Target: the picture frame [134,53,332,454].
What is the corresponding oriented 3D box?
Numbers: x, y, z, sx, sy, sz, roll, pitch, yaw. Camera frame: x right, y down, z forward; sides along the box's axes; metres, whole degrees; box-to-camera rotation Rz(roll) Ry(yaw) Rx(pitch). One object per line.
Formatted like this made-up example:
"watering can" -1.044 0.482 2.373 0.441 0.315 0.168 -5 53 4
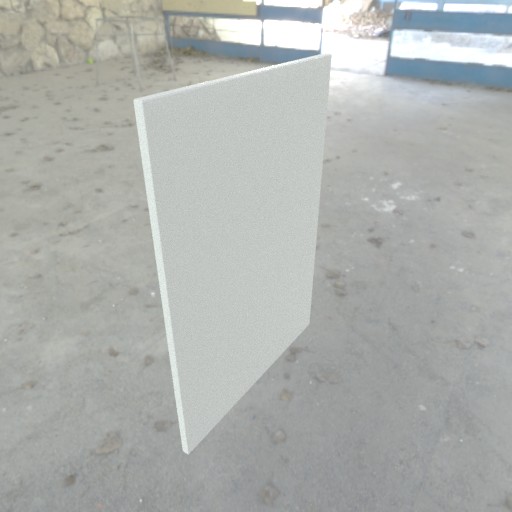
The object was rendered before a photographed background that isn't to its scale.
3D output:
"picture frame" 0.000 0.000 0.684 0.012 0.534 0.381 21 37 30
